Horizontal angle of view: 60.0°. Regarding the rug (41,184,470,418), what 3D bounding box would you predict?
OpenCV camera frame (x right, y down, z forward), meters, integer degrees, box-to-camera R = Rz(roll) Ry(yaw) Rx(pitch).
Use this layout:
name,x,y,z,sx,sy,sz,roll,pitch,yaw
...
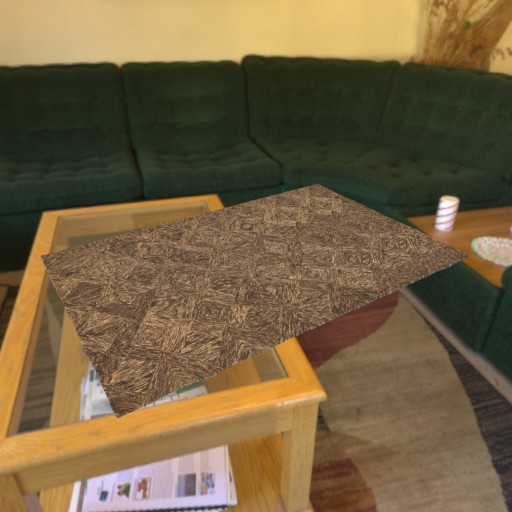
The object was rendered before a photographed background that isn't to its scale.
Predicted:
name,x,y,z,sx,sy,sz,roll,pitch,yaw
rug,0.000,0.000,2.217,1.808,0.011,1.189,-18,35,-28
